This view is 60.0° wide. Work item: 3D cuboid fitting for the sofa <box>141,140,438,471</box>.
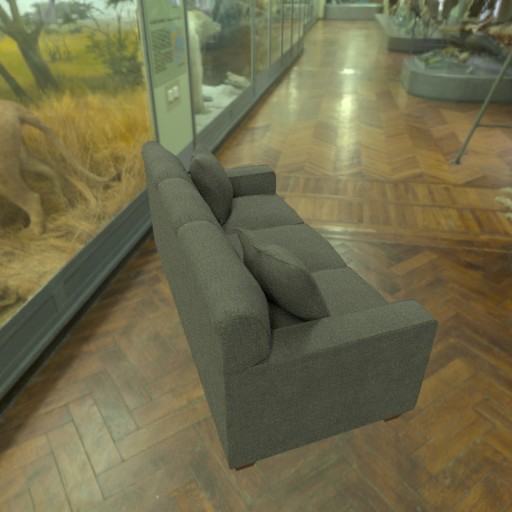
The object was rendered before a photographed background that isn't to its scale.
[{"bbox_3d":[0.000,0.000,2.613,0.997,0.958,2.024,-11,33,-17],"label":"sofa"}]
